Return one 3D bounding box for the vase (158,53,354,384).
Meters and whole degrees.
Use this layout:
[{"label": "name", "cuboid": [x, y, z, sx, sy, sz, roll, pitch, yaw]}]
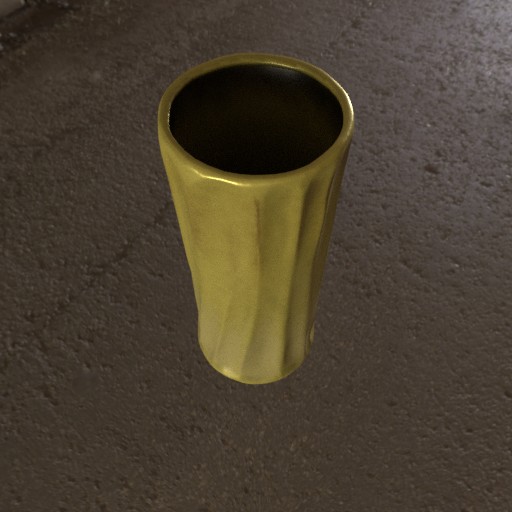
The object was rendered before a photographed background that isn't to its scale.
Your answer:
[{"label": "vase", "cuboid": [0.000, 0.000, 0.176, 0.061, 0.143, 0.061, 0, 57, 0]}]
